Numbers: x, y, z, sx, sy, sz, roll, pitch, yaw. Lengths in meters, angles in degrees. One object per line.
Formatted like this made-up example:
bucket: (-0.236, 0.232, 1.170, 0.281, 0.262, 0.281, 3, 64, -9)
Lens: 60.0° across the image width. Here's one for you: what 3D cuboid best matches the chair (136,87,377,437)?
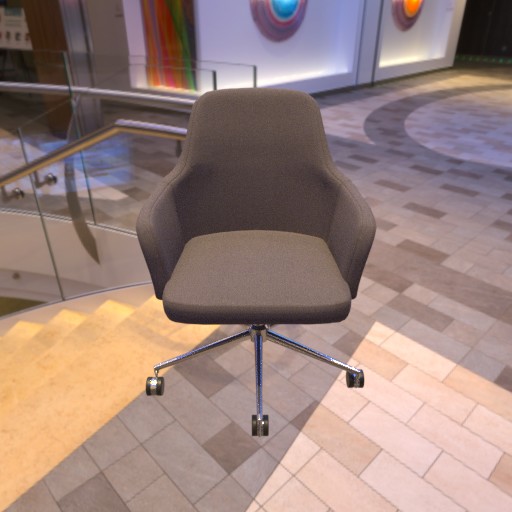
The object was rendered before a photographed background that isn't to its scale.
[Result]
chair: (0.000, 0.000, 1.257, 0.655, 0.820, 0.600, 0, 30, 0)
